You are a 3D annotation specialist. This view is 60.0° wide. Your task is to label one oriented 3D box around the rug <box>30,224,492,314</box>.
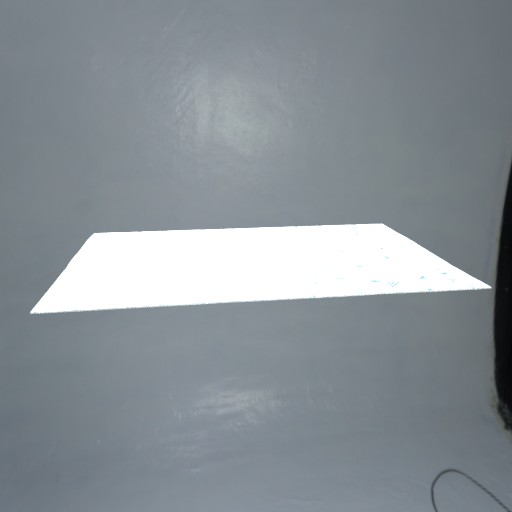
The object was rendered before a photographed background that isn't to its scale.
[{"bbox_3d":[0.000,0.000,3.027,2.457,0.009,1.512,-2,18,-7],"label":"rug"}]
